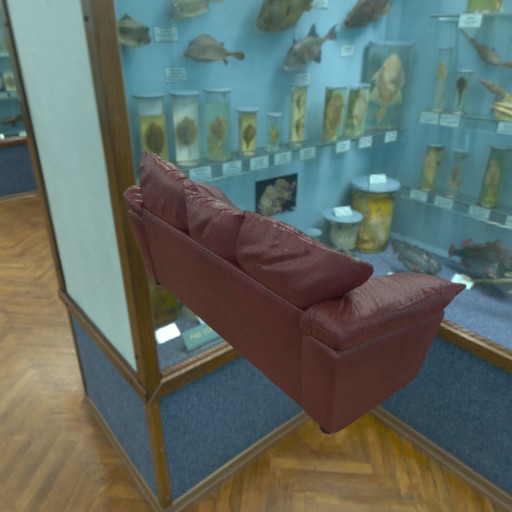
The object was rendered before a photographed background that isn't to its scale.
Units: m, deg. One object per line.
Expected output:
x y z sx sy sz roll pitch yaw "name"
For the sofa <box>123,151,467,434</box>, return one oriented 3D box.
0.000 0.000 2.932 0.907 1.091 2.390 -19 32 -33 "sofa"
